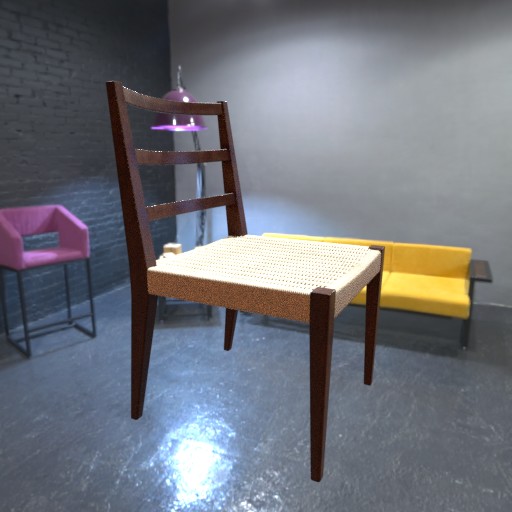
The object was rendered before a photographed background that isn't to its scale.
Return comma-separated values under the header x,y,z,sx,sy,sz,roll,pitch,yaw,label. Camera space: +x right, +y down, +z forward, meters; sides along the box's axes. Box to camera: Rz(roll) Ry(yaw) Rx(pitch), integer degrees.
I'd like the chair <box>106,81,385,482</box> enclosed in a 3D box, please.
x,y,z,sx,sy,sz,roll,pitch,yaw,label
0.000,0.000,1.135,0.551,0.813,0.480,7,15,27,chair
